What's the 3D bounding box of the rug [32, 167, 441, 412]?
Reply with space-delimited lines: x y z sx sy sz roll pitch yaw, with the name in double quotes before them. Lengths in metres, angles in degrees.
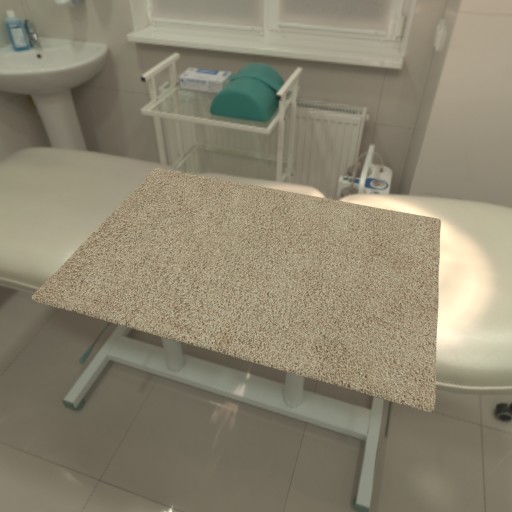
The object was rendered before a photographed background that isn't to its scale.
"rug" 0.000 0.000 2.257 1.778 0.030 1.219 12 43 14
